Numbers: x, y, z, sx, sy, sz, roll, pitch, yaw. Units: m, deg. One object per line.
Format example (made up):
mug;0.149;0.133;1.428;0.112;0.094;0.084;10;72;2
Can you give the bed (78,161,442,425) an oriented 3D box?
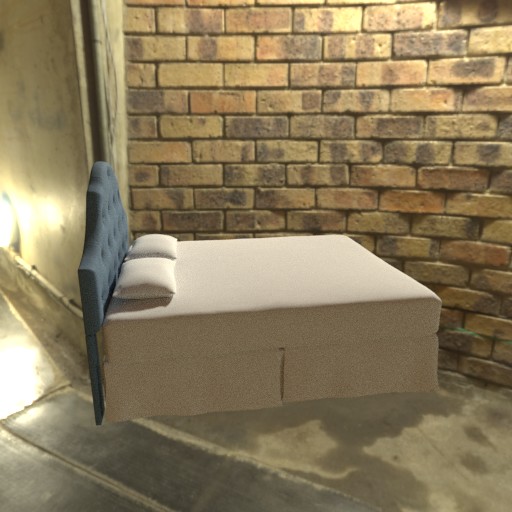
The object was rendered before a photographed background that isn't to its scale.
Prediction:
bed;0.000;0.000;3.793;2.477;1.617;2.039;-3;17;-10
